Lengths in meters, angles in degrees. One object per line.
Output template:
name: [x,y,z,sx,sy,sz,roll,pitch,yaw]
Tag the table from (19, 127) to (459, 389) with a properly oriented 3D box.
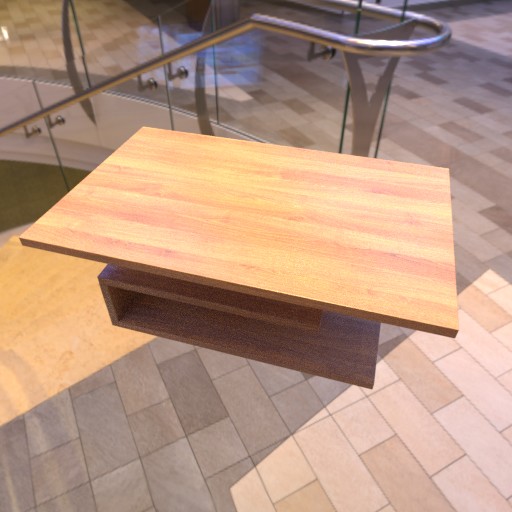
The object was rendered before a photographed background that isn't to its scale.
table: [0.000,0.000,1.449,1.100,0.442,0.700,11,42,12]
